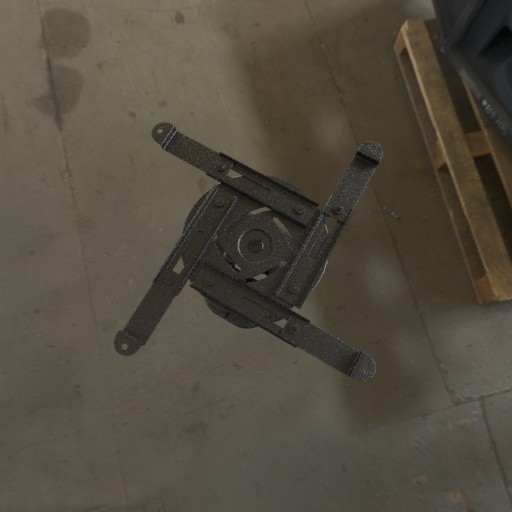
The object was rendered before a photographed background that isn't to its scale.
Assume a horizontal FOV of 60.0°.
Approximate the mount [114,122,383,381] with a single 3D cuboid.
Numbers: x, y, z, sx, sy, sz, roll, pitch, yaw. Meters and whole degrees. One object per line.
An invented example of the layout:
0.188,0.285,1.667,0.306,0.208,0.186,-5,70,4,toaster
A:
0.000,0.000,0.616,0.394,0.141,0.394,29,77,7,mount
